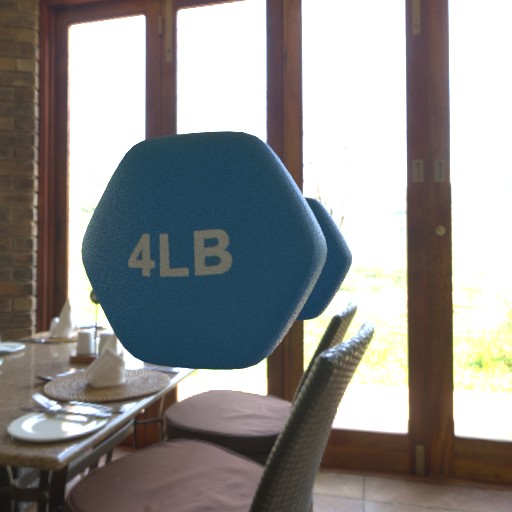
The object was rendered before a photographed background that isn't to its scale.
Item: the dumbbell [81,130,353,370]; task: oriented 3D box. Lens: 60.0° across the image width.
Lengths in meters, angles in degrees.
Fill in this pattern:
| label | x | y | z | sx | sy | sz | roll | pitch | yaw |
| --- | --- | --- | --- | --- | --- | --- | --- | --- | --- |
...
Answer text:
| label | x | y | z | sx | sy | sz | roll | pitch | yaw |
| --- | --- | --- | --- | --- | --- | --- | --- | --- | --- |
| dumbbell | 0.000 | 0.000 | 0.186 | 0.074 | 0.066 | 0.152 | 0 | -2 | 16 |
